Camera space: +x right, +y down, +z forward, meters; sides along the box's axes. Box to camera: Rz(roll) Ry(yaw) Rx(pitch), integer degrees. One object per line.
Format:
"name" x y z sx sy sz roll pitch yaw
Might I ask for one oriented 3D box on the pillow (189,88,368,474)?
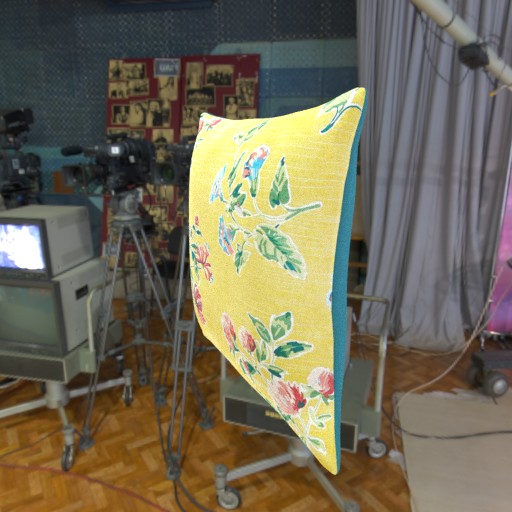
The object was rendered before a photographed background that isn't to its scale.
"pillow" 0.000 0.000 0.778 0.166 0.508 0.525 -7 16 -26
